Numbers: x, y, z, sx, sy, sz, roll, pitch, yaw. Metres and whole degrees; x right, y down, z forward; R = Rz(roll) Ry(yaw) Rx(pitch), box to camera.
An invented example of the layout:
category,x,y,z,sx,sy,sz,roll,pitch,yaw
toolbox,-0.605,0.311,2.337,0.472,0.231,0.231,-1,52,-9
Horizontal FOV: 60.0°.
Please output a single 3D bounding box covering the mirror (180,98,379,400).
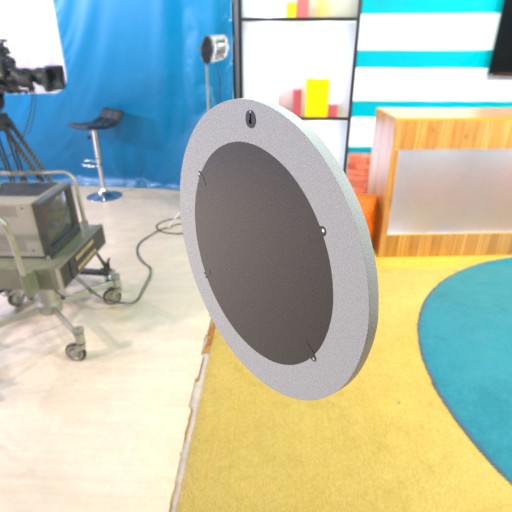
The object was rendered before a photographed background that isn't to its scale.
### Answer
category,x,y,z,sx,sy,sz,roll,pitch,yaw
mirror,0.000,0.000,1.360,0.038,0.914,0.914,-18,32,-32
